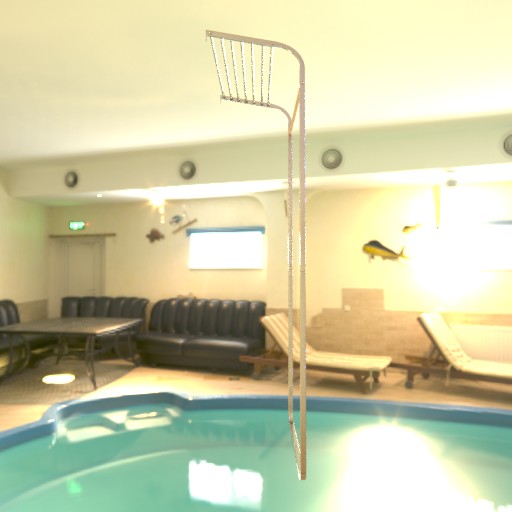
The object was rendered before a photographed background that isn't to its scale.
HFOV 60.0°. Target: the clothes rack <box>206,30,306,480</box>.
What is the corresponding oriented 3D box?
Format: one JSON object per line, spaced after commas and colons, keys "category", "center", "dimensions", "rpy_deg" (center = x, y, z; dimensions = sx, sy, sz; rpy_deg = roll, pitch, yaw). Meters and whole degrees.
{"category": "clothes rack", "center": [0.000, 0.000, 1.835], "dimensions": [0.349, 1.574, 0.609], "rpy_deg": [0, -1, 0]}
